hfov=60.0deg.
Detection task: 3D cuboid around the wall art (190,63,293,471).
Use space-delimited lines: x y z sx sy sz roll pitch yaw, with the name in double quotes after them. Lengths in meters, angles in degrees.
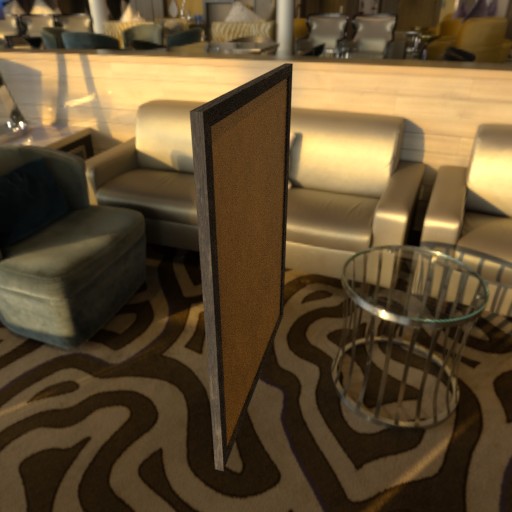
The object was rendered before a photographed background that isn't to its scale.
0.000 0.000 1.434 0.029 1.066 0.812 8 31 14 "wall art"
